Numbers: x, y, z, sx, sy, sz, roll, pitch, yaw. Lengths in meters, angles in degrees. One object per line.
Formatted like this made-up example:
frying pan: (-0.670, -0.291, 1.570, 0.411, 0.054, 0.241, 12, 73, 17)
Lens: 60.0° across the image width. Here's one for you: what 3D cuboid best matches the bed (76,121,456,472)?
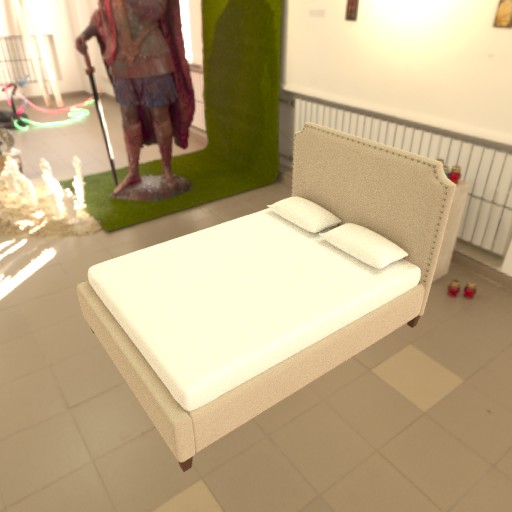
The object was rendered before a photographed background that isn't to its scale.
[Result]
bed: (0.000, 0.000, 3.454, 2.372, 1.443, 1.713, -21, 37, -31)
